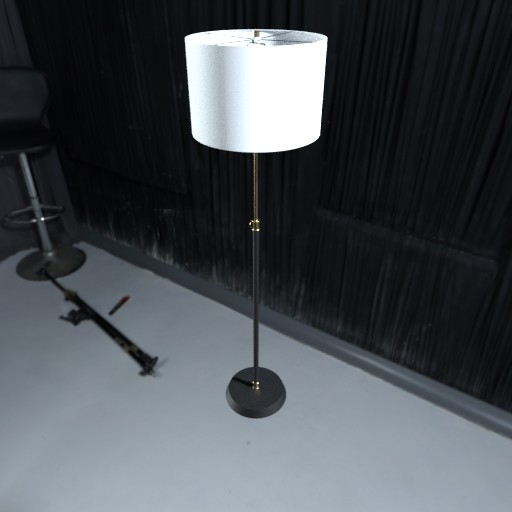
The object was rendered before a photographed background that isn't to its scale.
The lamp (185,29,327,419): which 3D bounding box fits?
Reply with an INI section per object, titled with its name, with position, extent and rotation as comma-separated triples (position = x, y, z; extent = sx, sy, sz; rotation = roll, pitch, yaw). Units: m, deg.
[lamp]
position = 0.000, 0.000, 1.666
extent = 0.404, 1.517, 0.404
rotation = 21, 38, 29
